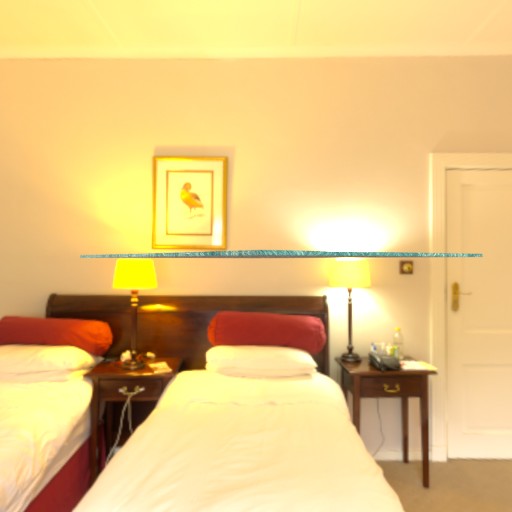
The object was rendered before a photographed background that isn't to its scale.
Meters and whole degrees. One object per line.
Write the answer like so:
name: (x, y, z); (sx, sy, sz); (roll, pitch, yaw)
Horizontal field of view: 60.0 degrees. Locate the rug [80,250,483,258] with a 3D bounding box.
rug: (0.000, 0.000, 4.312); (2.405, 0.027, 3.217); (0, -1, -37)
